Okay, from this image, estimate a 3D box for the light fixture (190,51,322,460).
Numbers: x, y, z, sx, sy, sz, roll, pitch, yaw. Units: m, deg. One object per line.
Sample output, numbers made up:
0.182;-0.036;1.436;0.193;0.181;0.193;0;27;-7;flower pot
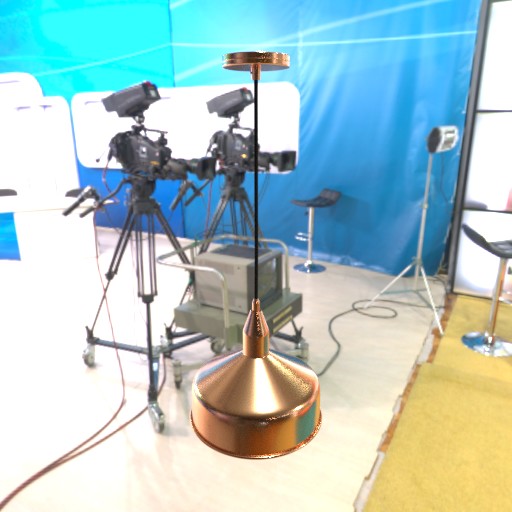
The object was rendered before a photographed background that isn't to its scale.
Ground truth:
0.000;0.000;0.911;0.301;0.754;0.301;-3;17;-9;light fixture
